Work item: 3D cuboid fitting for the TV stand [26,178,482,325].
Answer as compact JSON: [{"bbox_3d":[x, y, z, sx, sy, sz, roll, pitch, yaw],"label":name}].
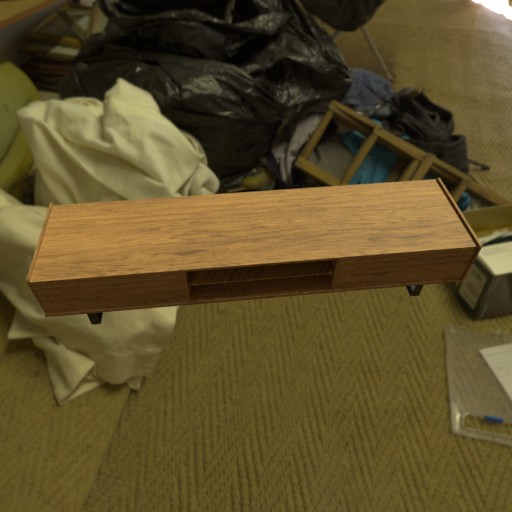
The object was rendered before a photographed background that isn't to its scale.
[{"bbox_3d":[0.000,0.000,2.039,1.796,0.415,0.467,-5,48,-4],"label":"TV stand"}]
